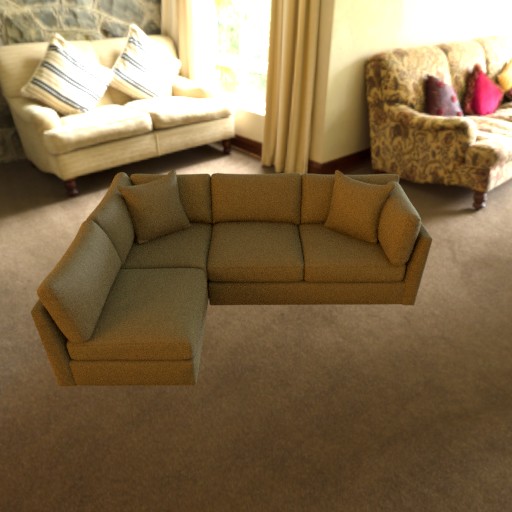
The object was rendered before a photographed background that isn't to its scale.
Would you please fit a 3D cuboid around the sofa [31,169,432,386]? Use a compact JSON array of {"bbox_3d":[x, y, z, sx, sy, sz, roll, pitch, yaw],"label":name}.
[{"bbox_3d":[0.000,0.000,3.755,2.896,0.978,1.994,0,32,0],"label":"sofa"}]
